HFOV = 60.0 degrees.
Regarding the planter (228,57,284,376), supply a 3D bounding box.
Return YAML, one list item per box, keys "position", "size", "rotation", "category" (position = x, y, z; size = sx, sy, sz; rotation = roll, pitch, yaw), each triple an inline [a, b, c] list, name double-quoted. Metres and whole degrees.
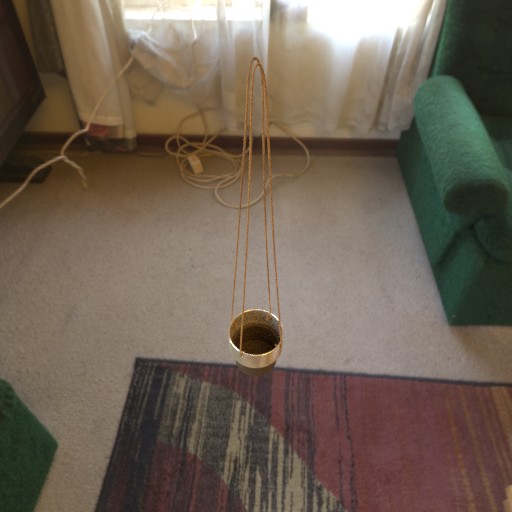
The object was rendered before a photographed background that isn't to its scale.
- position: [0.000, 0.000, 1.216]
  size: [0.187, 1.073, 0.187]
  rotation: [-10, 48, -10]
  category: "planter"
